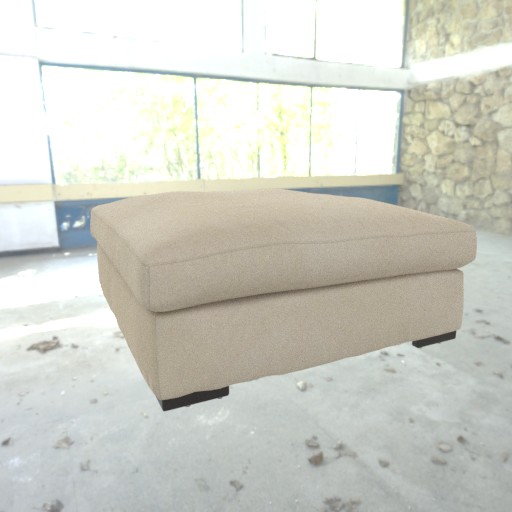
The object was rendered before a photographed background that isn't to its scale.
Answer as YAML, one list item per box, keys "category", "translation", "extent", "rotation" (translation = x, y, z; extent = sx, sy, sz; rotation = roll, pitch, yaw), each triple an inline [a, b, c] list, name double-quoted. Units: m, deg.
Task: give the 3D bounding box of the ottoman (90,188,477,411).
- category: "ottoman"
  translation: [0.000, 0.000, 1.854]
  extent: [1.190, 0.522, 1.205]
  rotation: [-6, 14, -25]
